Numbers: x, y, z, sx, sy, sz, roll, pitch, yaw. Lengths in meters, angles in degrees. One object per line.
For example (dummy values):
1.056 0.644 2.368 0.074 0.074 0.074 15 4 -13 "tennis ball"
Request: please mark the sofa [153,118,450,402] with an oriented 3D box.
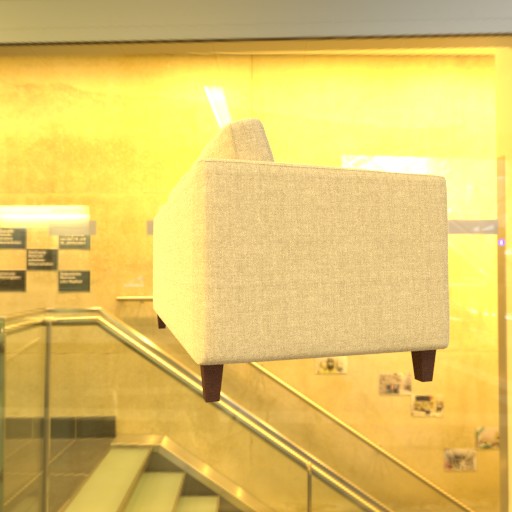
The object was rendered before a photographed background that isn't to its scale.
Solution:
0.000 0.000 2.356 0.950 0.963 1.884 0 -1 -17 "sofa"
